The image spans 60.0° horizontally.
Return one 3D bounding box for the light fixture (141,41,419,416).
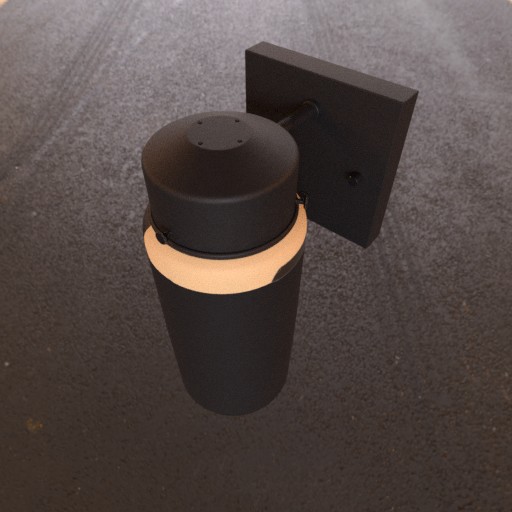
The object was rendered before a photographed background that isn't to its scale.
[{"bbox_3d":[0.000,0.000,0.361,0.130,0.257,0.176,31,54,26],"label":"light fixture"}]
